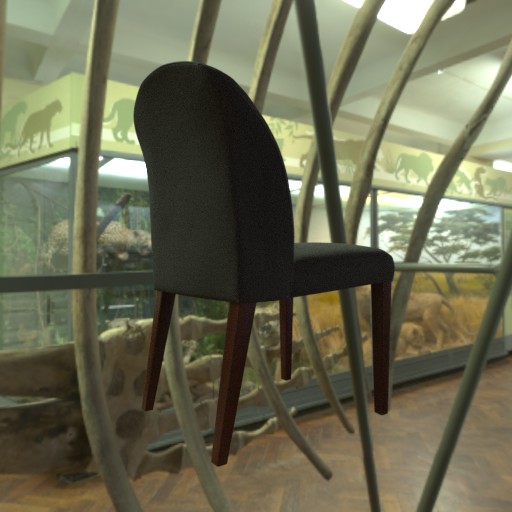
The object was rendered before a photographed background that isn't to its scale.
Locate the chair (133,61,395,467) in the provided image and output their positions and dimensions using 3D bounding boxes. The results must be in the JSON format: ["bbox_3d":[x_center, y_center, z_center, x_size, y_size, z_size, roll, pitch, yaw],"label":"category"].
[{"bbox_3d":[0.000,0.000,1.235,0.619,0.879,0.506,0,0,-35],"label":"chair"}]
